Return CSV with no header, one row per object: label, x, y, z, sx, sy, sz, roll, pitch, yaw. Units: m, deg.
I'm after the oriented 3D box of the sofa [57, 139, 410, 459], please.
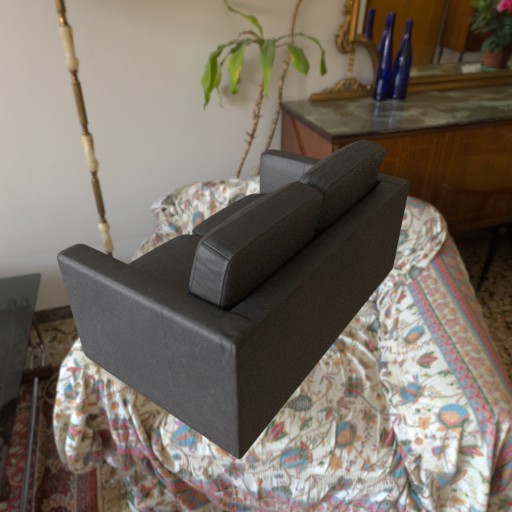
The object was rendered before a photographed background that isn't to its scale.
sofa,0.000,0.000,2.048,0.879,0.899,1.430,21,38,29
